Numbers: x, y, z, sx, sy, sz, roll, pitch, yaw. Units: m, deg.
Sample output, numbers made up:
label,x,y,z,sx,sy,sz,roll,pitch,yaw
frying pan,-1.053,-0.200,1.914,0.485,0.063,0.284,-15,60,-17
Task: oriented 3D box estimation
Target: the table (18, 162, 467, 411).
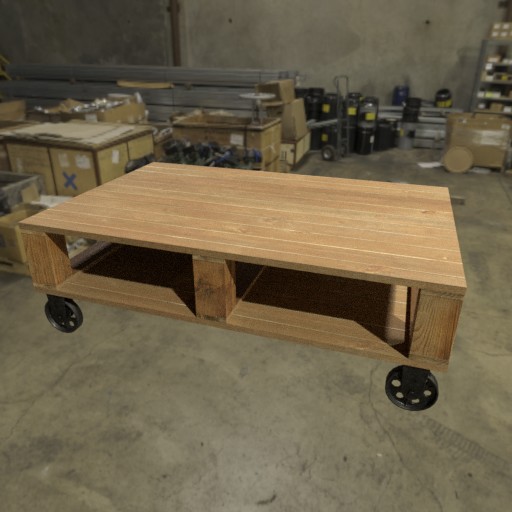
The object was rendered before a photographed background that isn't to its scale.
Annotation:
label,x,y,z,sx,sy,sz,roll,pitch,yaw
table,0.000,0.000,1.647,1.299,0.413,0.827,8,27,17
